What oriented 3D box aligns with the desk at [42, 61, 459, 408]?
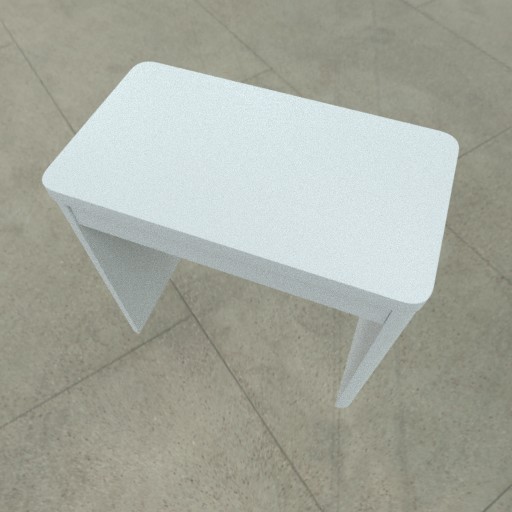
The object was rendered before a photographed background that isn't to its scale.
[{"bbox_3d":[0.000,0.000,1.251,0.790,0.760,0.446,18,59,11],"label":"desk"}]
